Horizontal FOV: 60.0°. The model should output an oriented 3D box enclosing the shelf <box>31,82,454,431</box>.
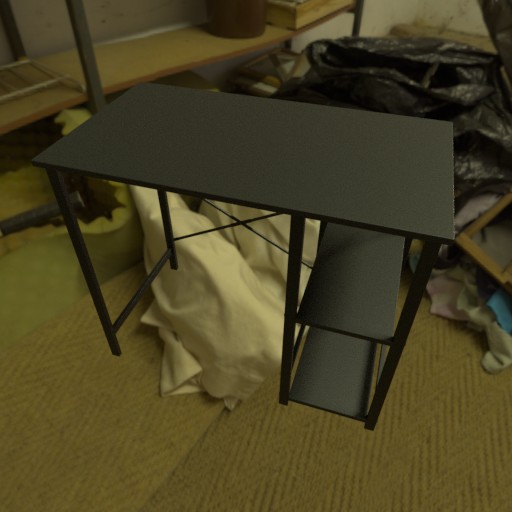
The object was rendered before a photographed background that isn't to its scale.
[{"bbox_3d":[0.000,0.000,1.315,0.902,0.749,0.498,12,43,13],"label":"shelf"}]
